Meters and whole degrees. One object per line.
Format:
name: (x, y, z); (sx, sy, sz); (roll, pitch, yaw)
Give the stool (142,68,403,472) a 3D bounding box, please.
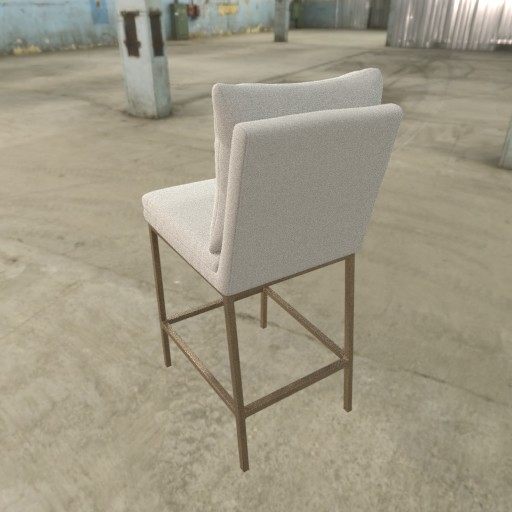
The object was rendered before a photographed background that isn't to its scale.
stool: (0.000, 0.000, 1.306); (0.463, 1.032, 0.572); (-17, 33, -29)
